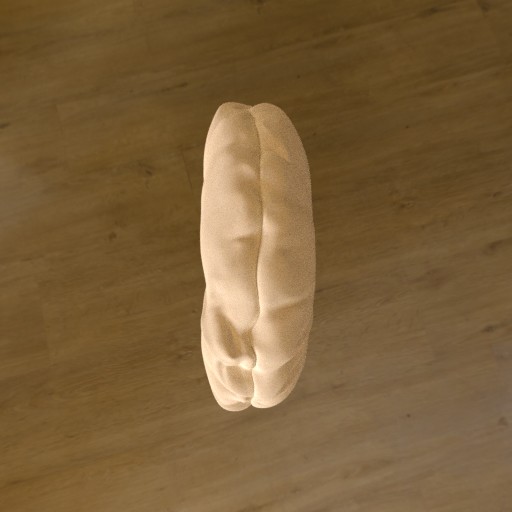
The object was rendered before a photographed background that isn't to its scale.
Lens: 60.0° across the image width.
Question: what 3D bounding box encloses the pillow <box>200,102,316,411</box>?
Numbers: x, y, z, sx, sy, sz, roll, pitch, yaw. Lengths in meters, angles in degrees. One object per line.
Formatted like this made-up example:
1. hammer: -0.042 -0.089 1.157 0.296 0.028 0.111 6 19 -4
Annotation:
1. pillow: 0.000 0.000 0.640 0.148 0.407 0.428 1 76 0
